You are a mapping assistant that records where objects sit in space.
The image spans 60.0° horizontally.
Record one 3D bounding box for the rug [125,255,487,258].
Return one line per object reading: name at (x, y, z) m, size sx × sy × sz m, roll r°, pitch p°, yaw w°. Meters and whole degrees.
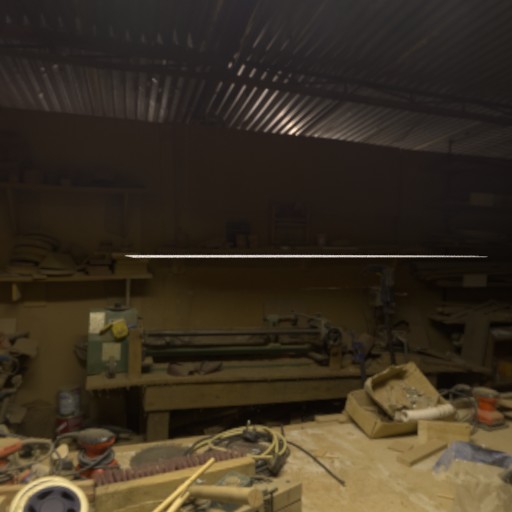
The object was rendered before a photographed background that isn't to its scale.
rug at (0.000, 0.000, 4.236) m, size 2.354 × 0.007 × 3.196 m, roll 0°, pitch 0°, yaw -17°
